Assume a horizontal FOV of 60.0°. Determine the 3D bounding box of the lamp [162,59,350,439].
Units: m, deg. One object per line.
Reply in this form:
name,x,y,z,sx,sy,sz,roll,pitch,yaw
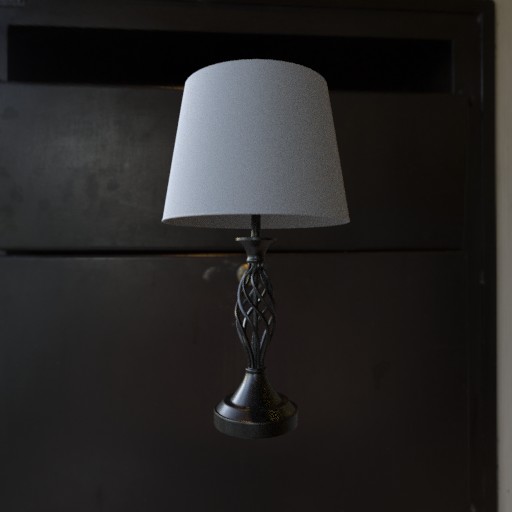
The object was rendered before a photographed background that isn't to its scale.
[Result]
lamp,0.000,0.000,0.795,0.331,0.594,0.331,0,0,0
